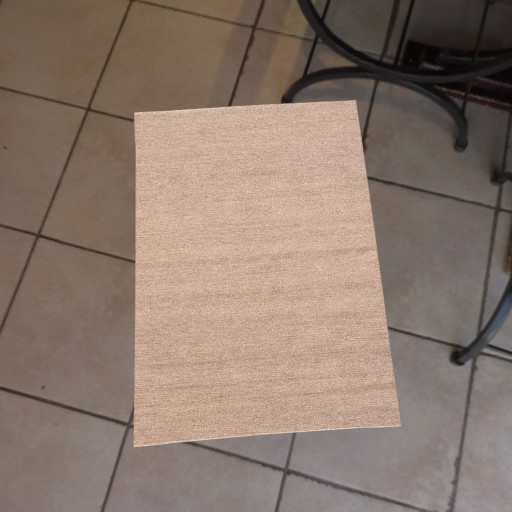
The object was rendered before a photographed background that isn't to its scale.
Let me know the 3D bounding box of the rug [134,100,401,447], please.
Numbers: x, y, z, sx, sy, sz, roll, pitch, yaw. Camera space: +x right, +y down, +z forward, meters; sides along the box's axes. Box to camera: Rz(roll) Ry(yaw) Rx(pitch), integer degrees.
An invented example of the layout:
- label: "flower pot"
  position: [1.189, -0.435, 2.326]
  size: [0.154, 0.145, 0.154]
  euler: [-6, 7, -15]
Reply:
- label: "rug"
  position: [0.000, 0.000, 2.948]
  size: [1.624, 0.030, 2.264]
  euler: [-4, 76, -1]
